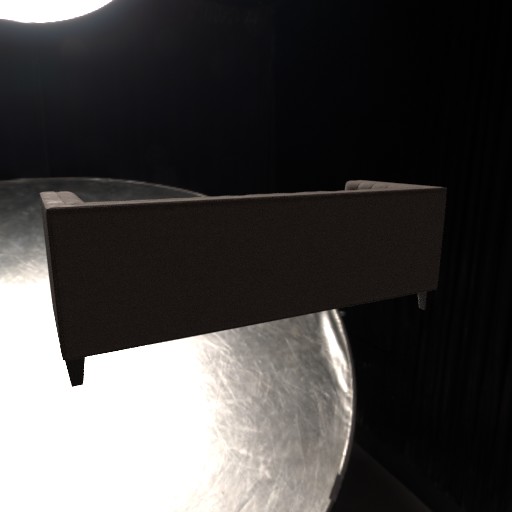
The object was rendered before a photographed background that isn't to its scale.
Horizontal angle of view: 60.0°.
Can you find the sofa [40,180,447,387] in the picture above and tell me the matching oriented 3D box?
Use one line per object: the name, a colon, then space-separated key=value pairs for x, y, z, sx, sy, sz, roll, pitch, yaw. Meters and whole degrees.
sofa: x=0.000 y=0.000 z=2.554 sx=2.159 sy=0.762 sz=0.775 roll=-7 pitch=15 yaw=-26
